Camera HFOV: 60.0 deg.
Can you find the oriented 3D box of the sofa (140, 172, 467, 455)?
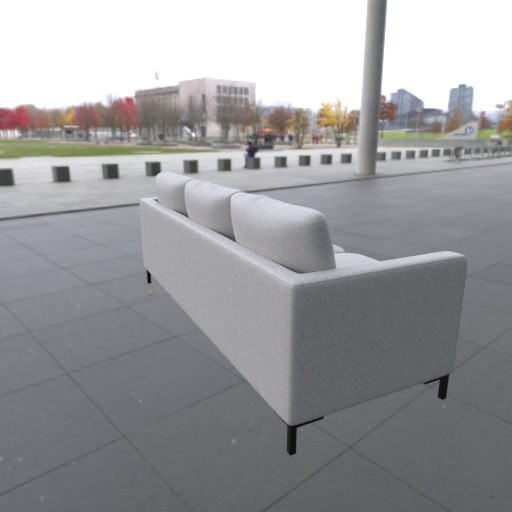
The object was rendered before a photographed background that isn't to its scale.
[{"bbox_3d":[0.000,0.000,2.613,0.859,0.874,2.218,-8,17,-26],"label":"sofa"}]
